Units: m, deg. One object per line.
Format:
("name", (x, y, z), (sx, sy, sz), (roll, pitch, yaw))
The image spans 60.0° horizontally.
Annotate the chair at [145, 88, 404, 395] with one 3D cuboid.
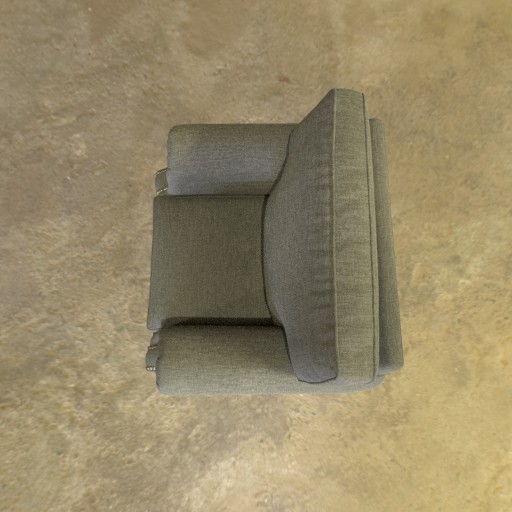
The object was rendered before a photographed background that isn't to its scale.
("chair", (0.000, 0.000, 1.835), (0.965, 0.961, 1.092), (0, 76, 0))
